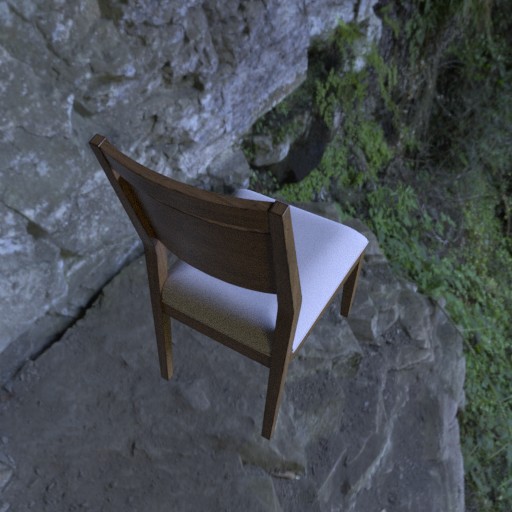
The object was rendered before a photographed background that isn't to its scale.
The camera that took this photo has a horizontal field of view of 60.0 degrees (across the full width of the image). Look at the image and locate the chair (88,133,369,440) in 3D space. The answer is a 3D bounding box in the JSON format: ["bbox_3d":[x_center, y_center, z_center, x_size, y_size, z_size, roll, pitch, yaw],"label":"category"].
[{"bbox_3d":[0.000,0.000,1.283,0.497,0.939,0.610,23,51,20],"label":"chair"}]
